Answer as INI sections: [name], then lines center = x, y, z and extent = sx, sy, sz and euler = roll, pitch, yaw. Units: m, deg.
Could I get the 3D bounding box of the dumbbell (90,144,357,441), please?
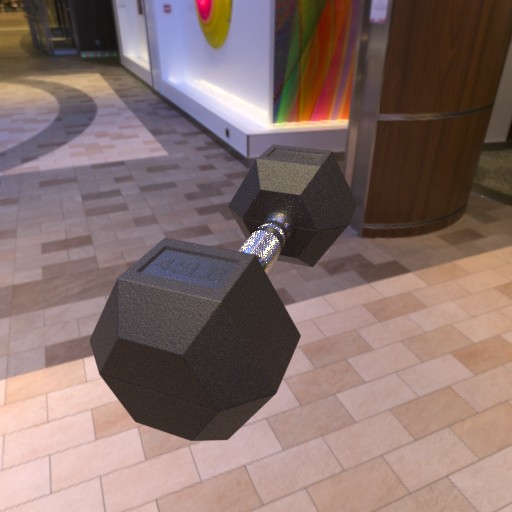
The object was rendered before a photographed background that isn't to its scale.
[dumbbell]
center = 0.000, 0.000, 0.420
extent = 0.141, 0.123, 0.356
euler = 11, 32, 17
